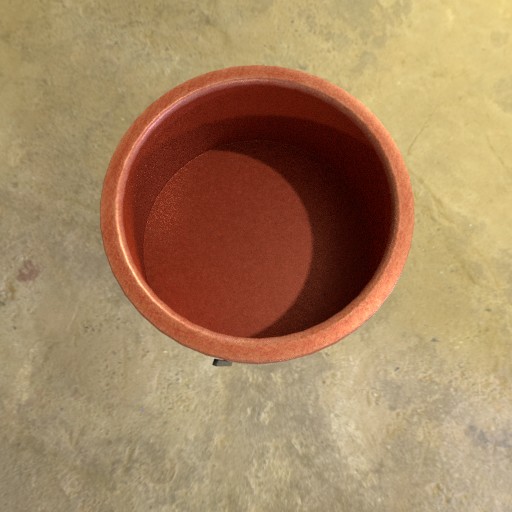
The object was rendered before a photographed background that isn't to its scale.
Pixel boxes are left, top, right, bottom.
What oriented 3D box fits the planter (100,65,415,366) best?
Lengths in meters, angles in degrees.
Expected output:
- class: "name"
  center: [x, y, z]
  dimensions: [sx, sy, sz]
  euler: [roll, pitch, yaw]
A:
- class: "planter"
  center: [0.000, 0.000, 0.702]
  dimensions: [0.345, 0.465, 0.354]
  euler: [17, 77, 4]
